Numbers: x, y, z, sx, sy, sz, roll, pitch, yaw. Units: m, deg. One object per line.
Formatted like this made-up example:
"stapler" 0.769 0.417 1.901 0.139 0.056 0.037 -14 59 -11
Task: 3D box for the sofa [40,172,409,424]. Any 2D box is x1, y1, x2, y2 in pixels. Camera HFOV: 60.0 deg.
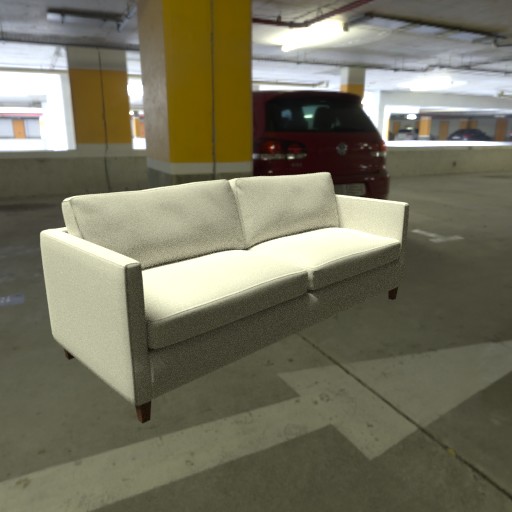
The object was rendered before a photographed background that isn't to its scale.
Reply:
"sofa" 0.000 0.000 2.898 2.361 0.962 0.951 -14 21 -42
